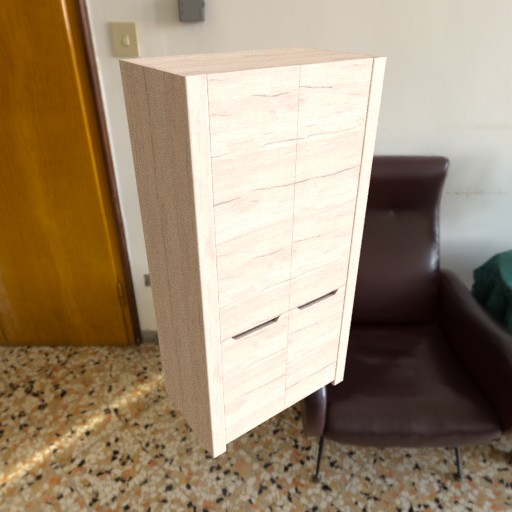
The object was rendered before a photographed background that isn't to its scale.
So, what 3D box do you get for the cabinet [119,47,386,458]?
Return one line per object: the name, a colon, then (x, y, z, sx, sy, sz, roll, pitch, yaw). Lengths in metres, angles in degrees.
cabinet: (0.000, 0.000, 2.355, 0.980, 1.930, 0.580, -20, 35, -30)
